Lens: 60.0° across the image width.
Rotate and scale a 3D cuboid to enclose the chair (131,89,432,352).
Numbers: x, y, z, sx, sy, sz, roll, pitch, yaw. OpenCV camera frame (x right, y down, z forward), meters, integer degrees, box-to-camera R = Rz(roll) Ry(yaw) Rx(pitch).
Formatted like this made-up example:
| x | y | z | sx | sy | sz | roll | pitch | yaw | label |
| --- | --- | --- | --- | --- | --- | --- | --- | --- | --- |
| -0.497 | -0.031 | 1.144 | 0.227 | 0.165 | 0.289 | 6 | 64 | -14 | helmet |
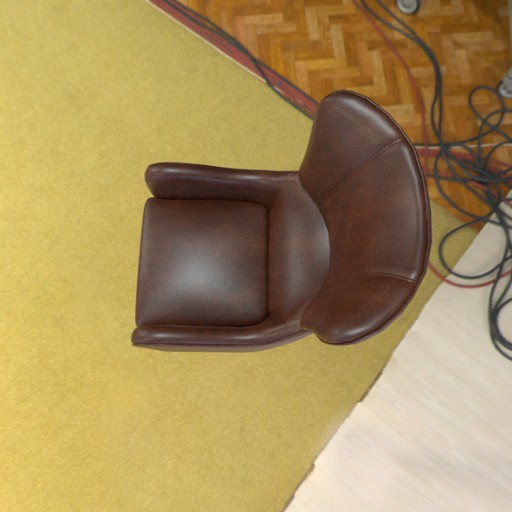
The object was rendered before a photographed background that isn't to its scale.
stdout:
| x | y | z | sx | sy | sz | roll | pitch | yaw | label |
| --- | --- | --- | --- | --- | --- | --- | --- | --- | --- |
| 0.000 | 0.000 | 1.624 | 0.914 | 1.048 | 0.692 | 1 | 76 | 0 | chair |
